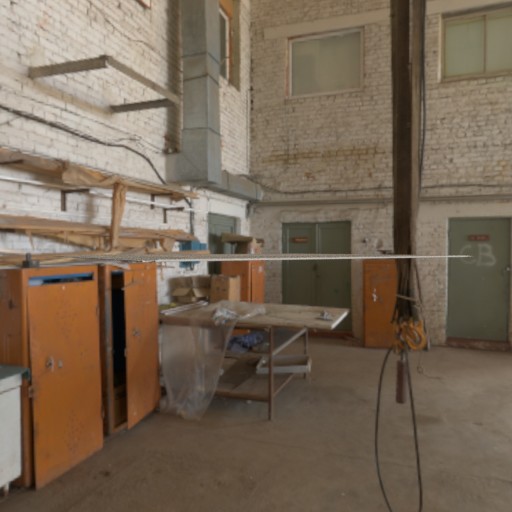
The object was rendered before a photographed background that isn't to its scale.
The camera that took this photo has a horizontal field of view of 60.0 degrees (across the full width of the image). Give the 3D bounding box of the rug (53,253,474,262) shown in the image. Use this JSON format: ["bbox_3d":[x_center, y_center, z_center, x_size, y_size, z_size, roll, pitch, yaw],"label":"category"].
[{"bbox_3d":[0.000,0.000,3.900,2.940,0.013,2.312,-1,1,-34],"label":"rug"}]
